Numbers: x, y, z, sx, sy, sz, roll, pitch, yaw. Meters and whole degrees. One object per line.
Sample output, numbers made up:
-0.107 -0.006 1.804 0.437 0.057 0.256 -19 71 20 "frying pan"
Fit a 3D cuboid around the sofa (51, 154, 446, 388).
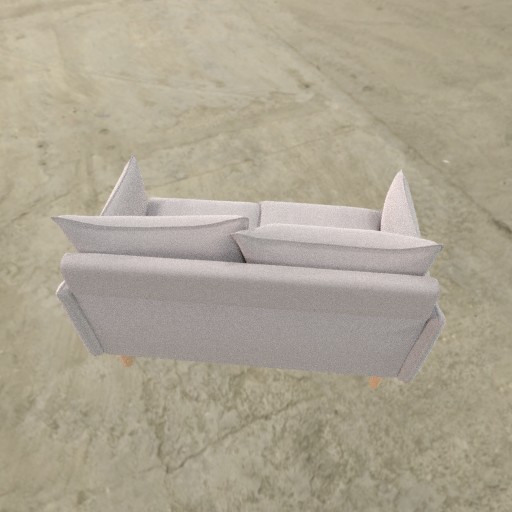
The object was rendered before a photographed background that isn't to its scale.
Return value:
0.000 0.000 1.833 1.300 0.840 0.820 4 47 4 "sofa"
